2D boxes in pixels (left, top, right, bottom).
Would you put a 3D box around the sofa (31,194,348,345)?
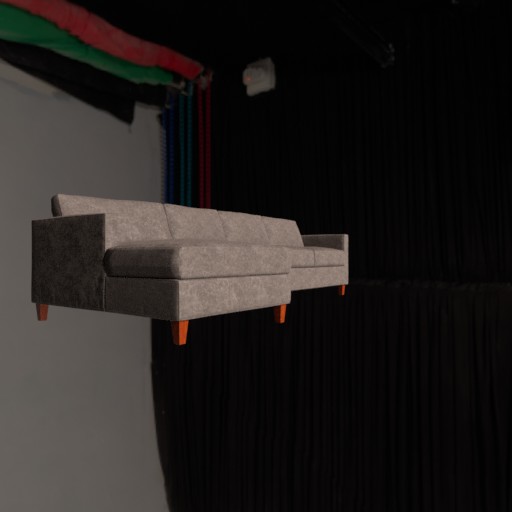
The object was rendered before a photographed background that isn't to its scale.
[{"bbox_3d":[0.000,0.000,4.174,1.606,0.954,3.471,0,0,37],"label":"sofa"}]
